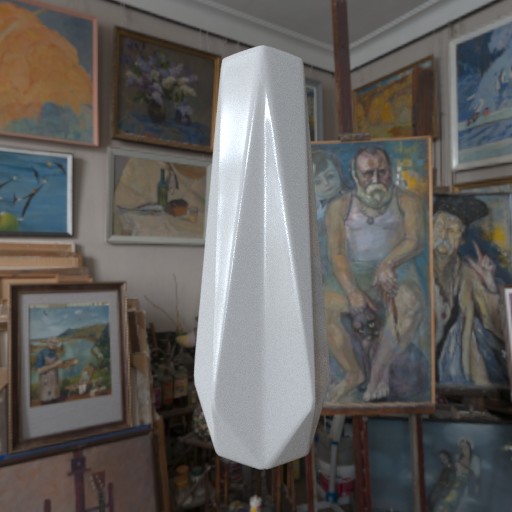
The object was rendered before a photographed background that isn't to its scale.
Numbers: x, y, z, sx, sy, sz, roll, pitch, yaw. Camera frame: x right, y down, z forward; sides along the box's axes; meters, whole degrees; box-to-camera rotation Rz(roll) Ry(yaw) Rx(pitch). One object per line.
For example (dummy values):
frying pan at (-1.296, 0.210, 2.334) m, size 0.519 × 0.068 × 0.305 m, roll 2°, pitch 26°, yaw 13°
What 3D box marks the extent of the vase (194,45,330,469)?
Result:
vase at (0.000, 0.000, 0.381) m, size 0.116 × 0.329 × 0.122 m, roll 0°, pitch -1°, yaw 18°
